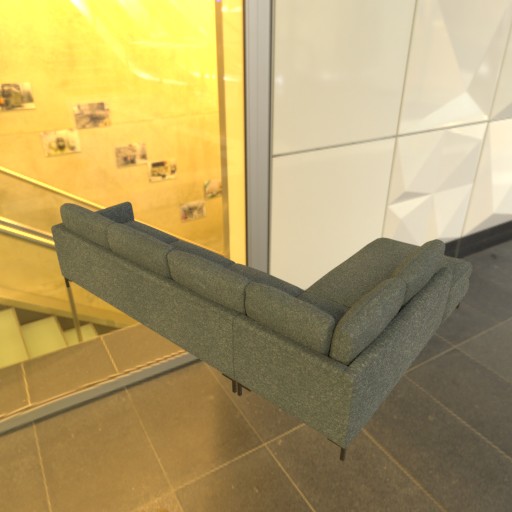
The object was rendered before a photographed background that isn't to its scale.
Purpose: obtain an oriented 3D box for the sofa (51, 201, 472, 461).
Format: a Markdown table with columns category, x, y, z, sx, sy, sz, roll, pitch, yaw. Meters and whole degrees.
| category | x | y | z | sx | sy | sz | roll | pitch | yaw |
| --- | --- | --- | --- | --- | --- | --- | --- | --- | --- |
| sofa | 0.000 | 0.000 | 3.725 | 2.949 | 0.815 | 2.007 | 21 | 34 | 34 |
